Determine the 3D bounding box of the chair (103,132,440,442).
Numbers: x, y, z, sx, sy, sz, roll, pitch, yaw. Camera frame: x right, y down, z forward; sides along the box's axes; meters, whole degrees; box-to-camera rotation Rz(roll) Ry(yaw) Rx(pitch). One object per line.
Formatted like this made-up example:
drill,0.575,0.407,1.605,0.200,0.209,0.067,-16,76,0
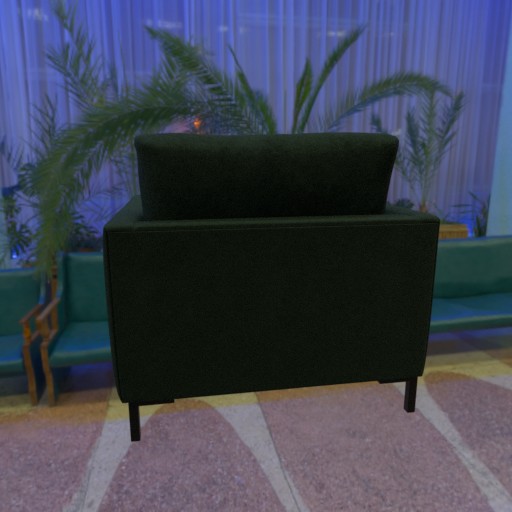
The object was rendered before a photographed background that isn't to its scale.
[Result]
chair,0.000,0.000,1.639,0.963,0.861,0.866,-2,13,-10
